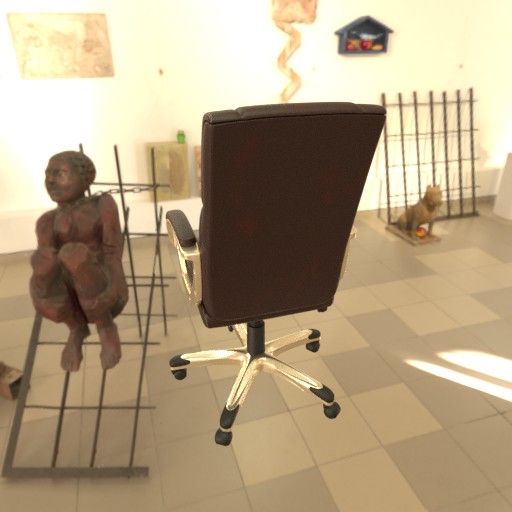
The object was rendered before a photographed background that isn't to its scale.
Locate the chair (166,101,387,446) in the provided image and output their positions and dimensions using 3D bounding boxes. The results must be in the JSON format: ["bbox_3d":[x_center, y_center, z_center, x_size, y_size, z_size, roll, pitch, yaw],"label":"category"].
[{"bbox_3d":[0.000,0.000,1.566,0.662,1.107,0.739,-8,27,-16],"label":"chair"}]
